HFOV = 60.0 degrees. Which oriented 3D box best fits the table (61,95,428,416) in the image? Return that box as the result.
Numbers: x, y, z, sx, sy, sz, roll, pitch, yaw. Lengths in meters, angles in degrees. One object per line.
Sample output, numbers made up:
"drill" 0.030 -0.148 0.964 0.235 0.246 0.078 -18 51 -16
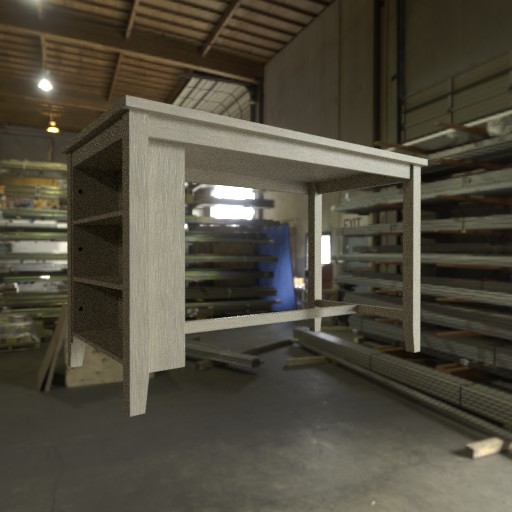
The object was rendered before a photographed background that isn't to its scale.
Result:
"table" 0.000 0.000 1.896 1.397 0.874 0.729 0 1 -36
